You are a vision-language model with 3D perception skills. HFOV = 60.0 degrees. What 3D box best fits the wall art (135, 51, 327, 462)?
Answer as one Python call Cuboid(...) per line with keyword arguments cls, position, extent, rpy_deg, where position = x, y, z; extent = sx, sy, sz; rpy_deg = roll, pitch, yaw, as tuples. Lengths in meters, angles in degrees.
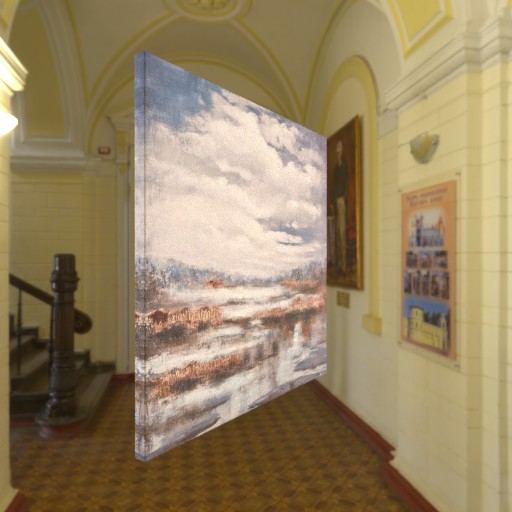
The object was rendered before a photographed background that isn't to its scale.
Cuboid(cls="wall art", position=(0.000, 0.000, 1.519), extent=(0.040, 1.020, 1.010), rpy_deg=(0, 0, 35))
